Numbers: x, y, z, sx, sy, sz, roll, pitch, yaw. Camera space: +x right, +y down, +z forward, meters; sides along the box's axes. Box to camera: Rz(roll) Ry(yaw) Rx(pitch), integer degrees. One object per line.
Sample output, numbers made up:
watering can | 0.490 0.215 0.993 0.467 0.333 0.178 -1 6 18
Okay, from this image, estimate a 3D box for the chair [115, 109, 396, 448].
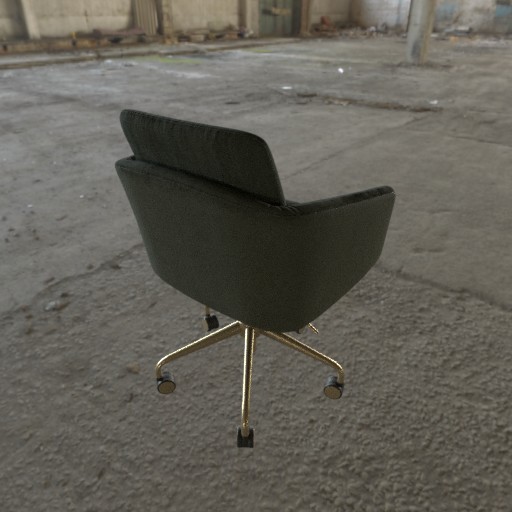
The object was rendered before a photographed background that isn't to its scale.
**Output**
chair | 0.000 0.000 1.352 0.641 0.908 0.635 21 35 33
